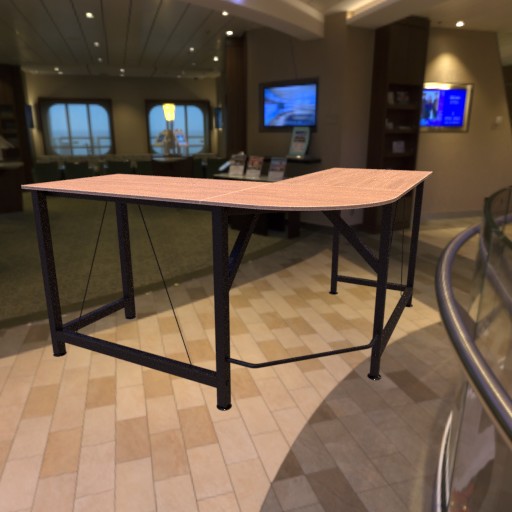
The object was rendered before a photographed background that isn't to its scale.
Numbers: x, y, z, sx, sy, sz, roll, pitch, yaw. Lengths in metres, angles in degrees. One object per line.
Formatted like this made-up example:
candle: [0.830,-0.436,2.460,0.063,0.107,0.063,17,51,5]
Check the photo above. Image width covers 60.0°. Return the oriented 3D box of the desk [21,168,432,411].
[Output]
desk: [0.000,0.000,2.176,1.400,0.762,1.400,8,18,26]
